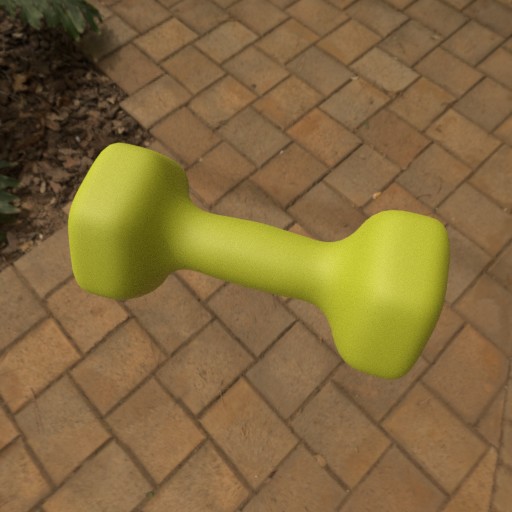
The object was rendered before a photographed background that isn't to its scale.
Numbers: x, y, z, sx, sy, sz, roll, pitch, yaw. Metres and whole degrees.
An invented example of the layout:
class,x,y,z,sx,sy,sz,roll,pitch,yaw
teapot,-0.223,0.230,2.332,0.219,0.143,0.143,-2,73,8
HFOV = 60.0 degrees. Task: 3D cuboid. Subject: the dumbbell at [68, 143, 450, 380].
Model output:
class,x,y,z,sx,sy,sz,roll,pitch,yaw
dumbbell,0.000,0.000,0.209,0.164,0.072,0.080,15,65,8
